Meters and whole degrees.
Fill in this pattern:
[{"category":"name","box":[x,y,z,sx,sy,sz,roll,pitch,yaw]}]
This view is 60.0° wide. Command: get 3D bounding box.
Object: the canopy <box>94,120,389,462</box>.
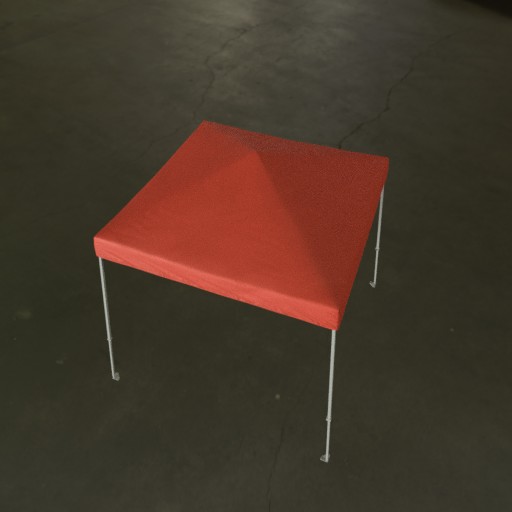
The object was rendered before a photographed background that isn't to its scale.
[{"category":"canopy","box":[0.000,0.000,5.244,2.849,2.850,2.850,16,48,15]}]
